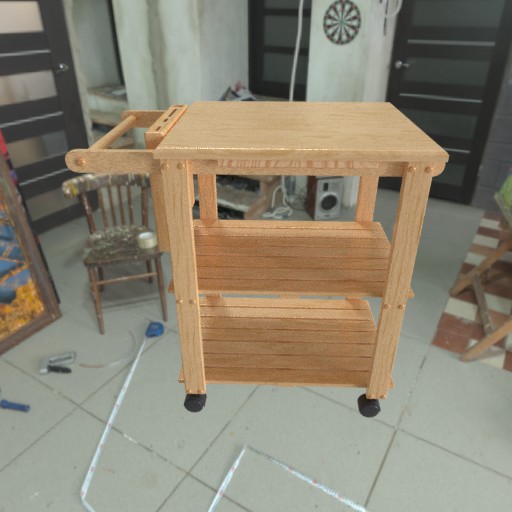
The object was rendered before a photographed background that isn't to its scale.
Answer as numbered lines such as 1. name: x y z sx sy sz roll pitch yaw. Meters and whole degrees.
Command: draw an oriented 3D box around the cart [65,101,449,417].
1. cart: 0.000 0.000 1.343 0.843 0.816 0.520 1 30 2
